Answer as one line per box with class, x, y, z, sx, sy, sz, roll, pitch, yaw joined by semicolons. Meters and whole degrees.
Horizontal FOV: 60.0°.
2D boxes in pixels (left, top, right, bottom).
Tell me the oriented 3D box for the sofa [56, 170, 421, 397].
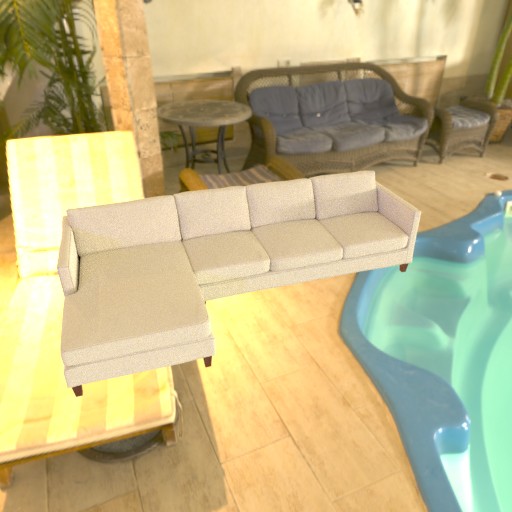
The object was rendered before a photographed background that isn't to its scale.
sofa;0.000;0.000;3.903;3.186;0.846;1.625;-9;32;-15
